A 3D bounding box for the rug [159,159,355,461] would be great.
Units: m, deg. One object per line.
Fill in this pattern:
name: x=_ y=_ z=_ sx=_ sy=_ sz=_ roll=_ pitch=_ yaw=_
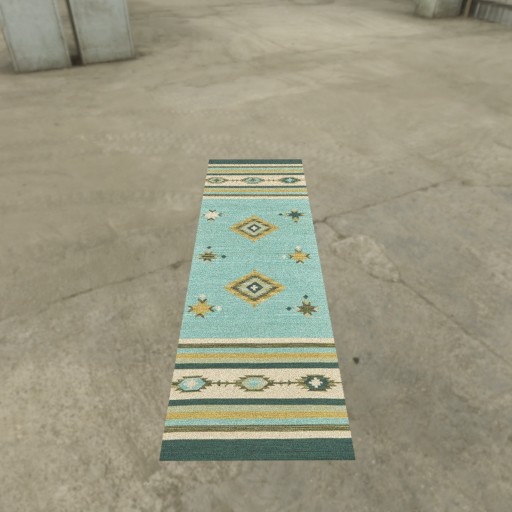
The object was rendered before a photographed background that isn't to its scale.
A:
rug: x=0.000 y=0.000 z=2.624 sx=0.744 sy=0.010 sz=2.441 roll=0 pitch=39 yaw=0
